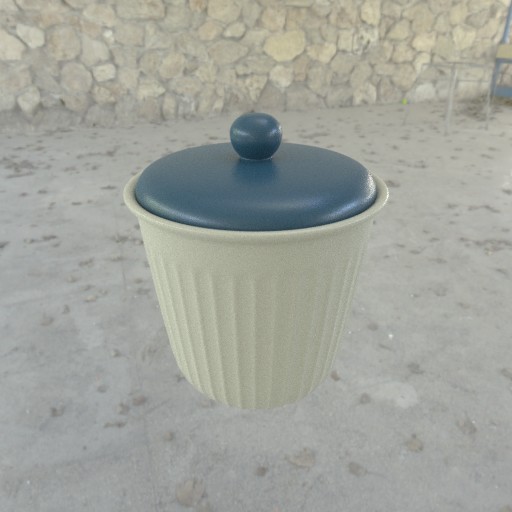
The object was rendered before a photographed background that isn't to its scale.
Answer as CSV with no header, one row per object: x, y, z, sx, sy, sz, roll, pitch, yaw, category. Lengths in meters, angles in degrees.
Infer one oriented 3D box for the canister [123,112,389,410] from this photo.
0.000,0.000,0.339,0.181,0.211,0.181,0,27,0,canister
